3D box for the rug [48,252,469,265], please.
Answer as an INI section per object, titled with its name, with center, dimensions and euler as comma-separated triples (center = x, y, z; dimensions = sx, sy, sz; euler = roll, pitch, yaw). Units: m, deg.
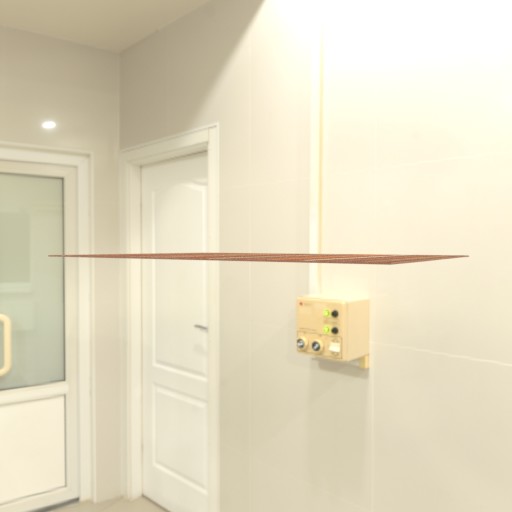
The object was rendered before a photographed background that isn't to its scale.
[rug]
center = 0.000, 0.000, 2.300
dimensions = 1.828, 0.007, 1.217
euler = 1, 1, 36
